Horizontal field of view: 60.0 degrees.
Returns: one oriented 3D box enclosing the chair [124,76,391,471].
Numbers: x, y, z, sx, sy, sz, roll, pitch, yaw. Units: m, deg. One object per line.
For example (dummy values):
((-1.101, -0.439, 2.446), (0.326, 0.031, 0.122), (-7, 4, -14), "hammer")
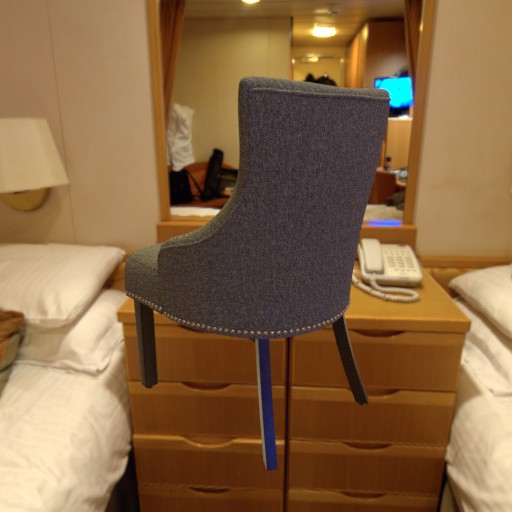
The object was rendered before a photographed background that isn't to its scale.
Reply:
((0.000, 0.000, 1.289), (0.566, 0.909, 0.629), (-15, 22, -41), "chair")
